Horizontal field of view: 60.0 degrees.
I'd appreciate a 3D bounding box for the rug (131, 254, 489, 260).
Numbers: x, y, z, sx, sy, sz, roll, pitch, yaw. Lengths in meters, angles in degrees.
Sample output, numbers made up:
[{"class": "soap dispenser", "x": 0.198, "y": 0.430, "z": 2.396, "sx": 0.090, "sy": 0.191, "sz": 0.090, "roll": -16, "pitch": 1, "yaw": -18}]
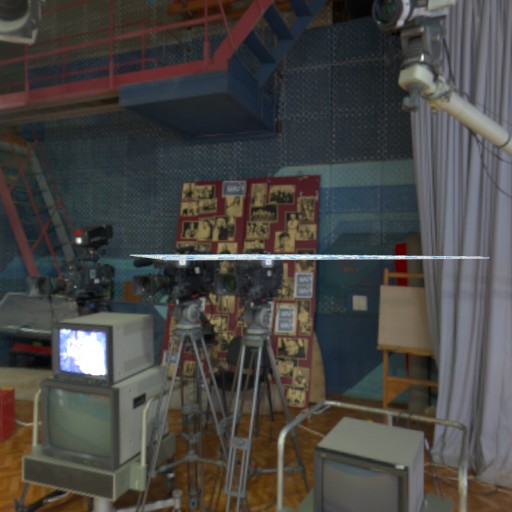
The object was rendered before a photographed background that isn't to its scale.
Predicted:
[{"class": "rug", "x": 0.000, "y": 0.000, "z": 3.004, "sx": 1.520, "sy": 0.011, "sz": 2.447, "roll": 0, "pitch": 0, "yaw": -19}]
